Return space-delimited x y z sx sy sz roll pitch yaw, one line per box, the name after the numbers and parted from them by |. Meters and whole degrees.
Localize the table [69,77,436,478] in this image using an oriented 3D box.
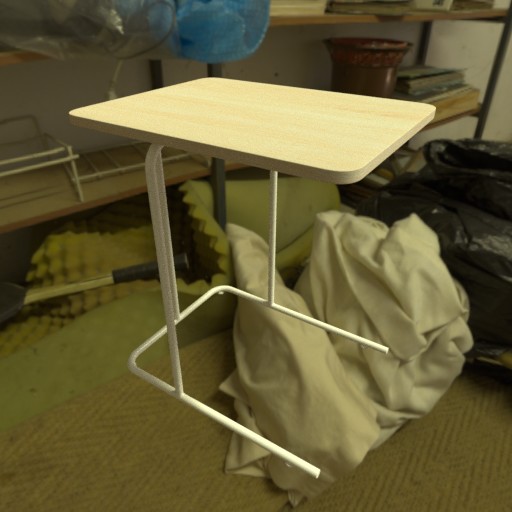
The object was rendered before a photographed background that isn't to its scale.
0.000 0.000 0.850 0.480 0.550 0.370 19 36 28 | table
